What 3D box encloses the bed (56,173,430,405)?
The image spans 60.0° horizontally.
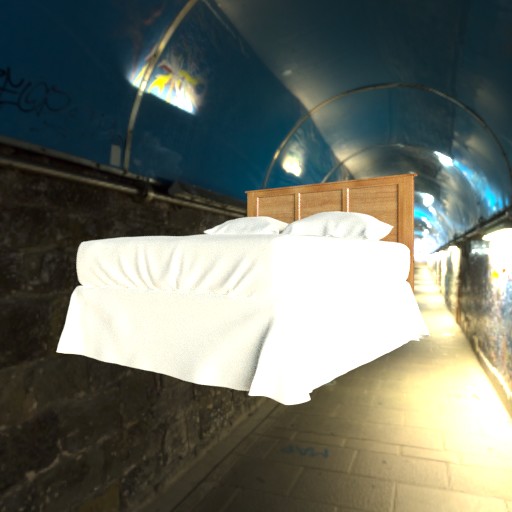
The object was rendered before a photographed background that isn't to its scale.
[{"bbox_3d":[0.000,0.000,3.124,1.870,1.273,2.035,0,0,36],"label":"bed"}]
